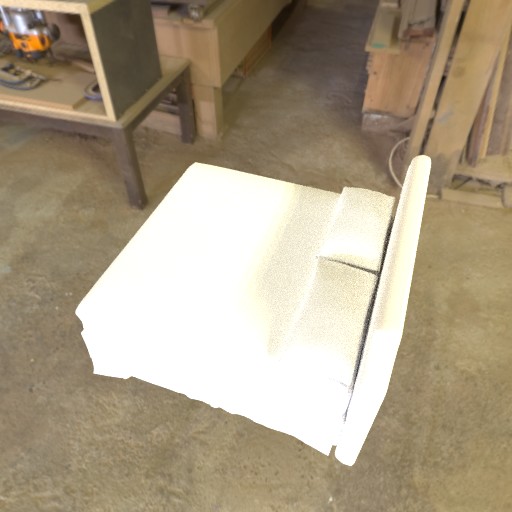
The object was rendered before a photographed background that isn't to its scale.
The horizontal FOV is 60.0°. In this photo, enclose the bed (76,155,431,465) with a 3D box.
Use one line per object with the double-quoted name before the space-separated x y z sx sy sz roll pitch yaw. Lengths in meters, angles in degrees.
"bed" 0.000 0.000 3.509 2.204 1.301 2.160 15 48 14
